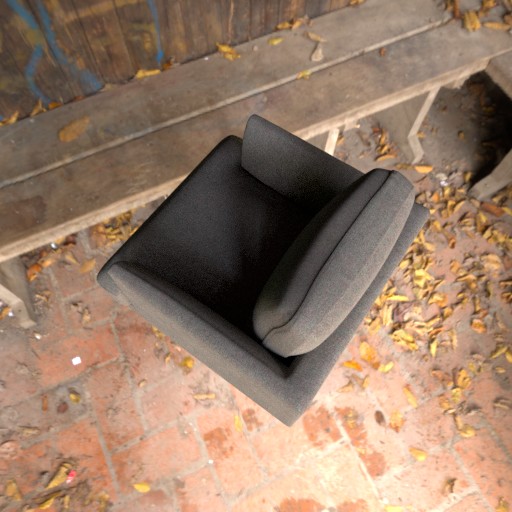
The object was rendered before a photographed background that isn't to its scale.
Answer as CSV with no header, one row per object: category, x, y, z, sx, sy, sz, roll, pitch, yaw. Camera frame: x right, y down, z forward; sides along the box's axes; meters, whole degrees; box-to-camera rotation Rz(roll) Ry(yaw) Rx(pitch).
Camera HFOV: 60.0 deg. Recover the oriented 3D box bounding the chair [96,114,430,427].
chair,0.000,0.000,1.673,0.899,0.957,0.858,33,69,14
